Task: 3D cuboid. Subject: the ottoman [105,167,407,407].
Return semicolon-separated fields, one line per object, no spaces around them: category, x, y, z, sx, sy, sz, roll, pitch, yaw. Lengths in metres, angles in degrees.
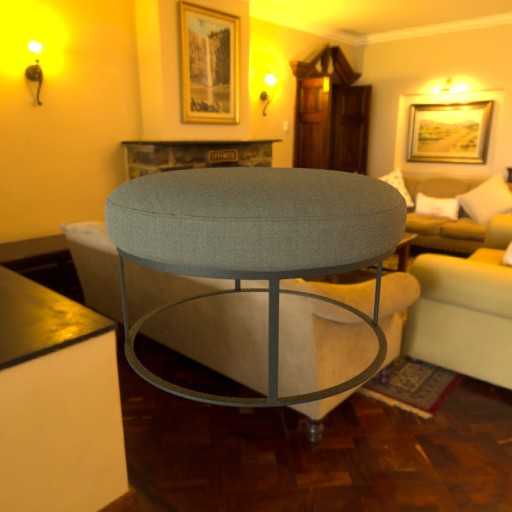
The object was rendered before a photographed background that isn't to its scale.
ottoman;0.000;0.000;1.223;0.772;0.460;0.772;0;15;0
